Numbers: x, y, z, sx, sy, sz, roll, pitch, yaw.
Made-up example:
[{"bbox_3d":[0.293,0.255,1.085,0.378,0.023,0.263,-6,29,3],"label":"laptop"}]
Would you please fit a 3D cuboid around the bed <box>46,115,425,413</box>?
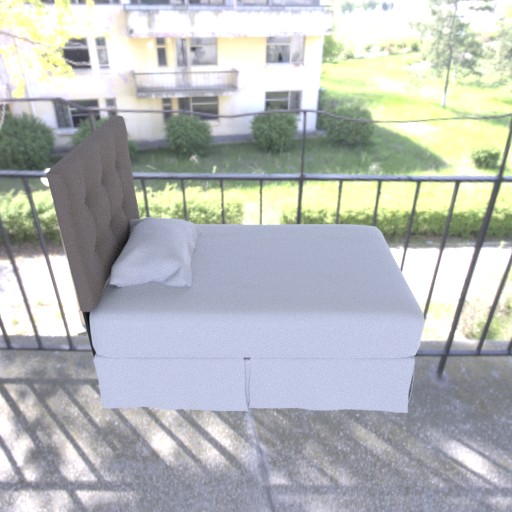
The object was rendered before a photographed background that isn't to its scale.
[{"bbox_3d":[0.000,0.000,2.940,1.997,1.571,1.261,0,31,0],"label":"bed"}]
